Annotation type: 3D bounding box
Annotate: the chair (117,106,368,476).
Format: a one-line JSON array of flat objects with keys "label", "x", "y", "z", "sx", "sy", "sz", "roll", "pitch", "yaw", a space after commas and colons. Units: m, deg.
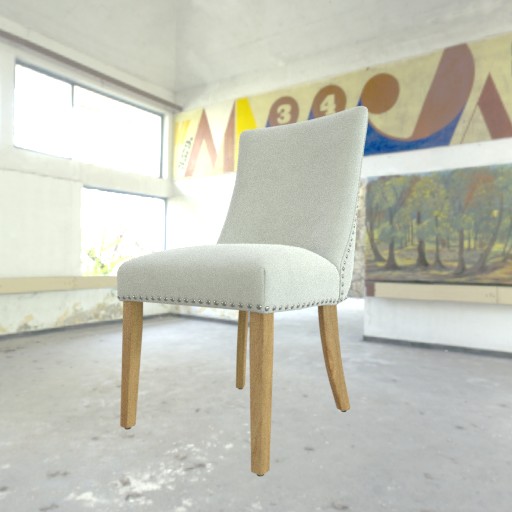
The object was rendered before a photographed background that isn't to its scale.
[{"label": "chair", "x": 0.000, "y": 0.000, "z": 1.259, "sx": 0.495, "sy": 0.902, "sz": 0.610, "roll": 0, "pitch": 0, "yaw": 36}]
